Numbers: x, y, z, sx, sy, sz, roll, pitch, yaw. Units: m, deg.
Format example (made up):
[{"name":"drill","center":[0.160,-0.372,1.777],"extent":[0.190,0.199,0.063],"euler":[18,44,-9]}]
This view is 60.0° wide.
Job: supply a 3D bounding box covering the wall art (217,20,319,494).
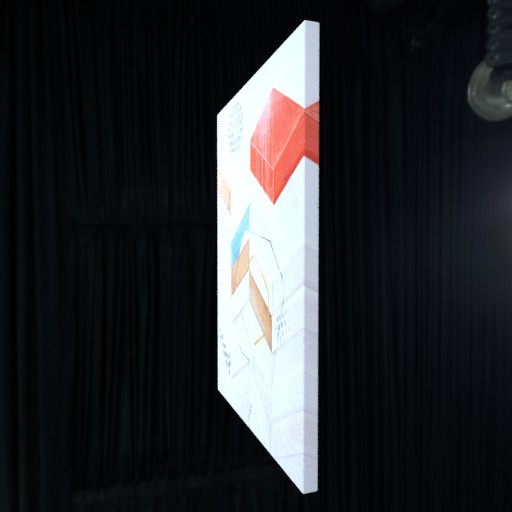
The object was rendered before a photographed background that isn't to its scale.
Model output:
[{"name":"wall art","center":[0.000,0.000,1.085],"extent":[0.036,0.848,0.613],"euler":[-1,2,-19]}]
